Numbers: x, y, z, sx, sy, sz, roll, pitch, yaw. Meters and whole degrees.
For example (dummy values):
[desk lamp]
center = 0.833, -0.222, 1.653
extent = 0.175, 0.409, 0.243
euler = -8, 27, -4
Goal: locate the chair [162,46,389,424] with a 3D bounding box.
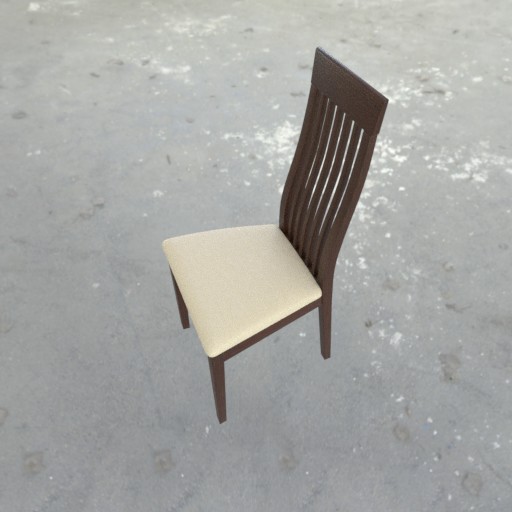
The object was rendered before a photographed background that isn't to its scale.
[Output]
[chair]
center = 0.000, 0.000, 1.309
extent = 0.474, 1.027, 0.460
euler = -18, 50, -16
